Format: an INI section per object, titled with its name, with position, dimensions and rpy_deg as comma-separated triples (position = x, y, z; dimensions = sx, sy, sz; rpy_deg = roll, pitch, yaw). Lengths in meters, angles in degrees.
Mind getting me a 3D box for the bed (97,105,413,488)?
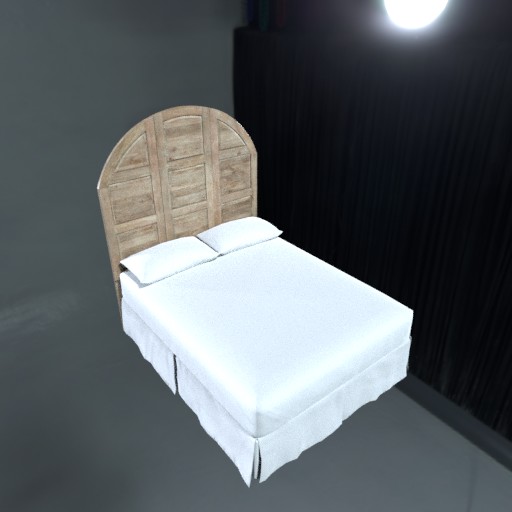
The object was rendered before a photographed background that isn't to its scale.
[bed]
position = 0.000, 0.000, 3.530
dimensions = 1.713, 2.002, 2.112
rpy_deg = -21, 35, -33
